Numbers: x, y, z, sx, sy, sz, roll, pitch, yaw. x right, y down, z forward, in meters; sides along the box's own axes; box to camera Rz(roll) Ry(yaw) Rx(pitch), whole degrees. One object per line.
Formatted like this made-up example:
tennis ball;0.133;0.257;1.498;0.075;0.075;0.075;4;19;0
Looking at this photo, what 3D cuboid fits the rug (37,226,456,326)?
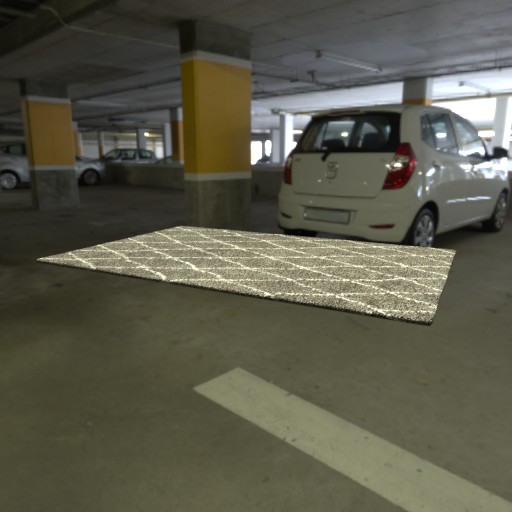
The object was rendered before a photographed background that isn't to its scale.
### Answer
rug;0.000;0.000;3.429;2.743;0.030;1.778;7;14;26
